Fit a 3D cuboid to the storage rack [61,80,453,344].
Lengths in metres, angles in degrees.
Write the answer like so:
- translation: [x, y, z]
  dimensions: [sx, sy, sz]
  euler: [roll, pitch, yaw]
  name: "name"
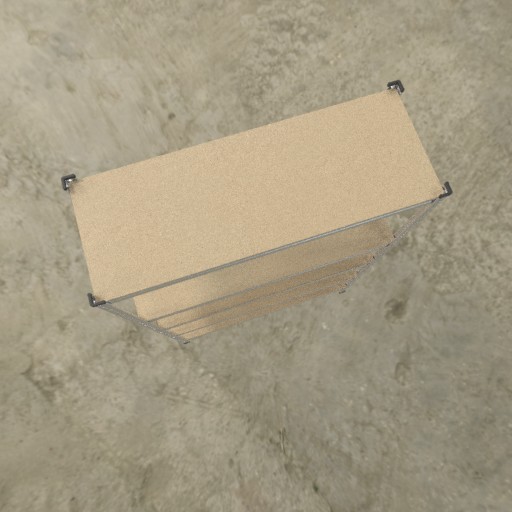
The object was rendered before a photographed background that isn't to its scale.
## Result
- translation: [0.000, 0.000, 2.347]
  dimensions: [1.219, 1.829, 0.457]
  euler: [-17, 76, -5]
  name: "storage rack"
